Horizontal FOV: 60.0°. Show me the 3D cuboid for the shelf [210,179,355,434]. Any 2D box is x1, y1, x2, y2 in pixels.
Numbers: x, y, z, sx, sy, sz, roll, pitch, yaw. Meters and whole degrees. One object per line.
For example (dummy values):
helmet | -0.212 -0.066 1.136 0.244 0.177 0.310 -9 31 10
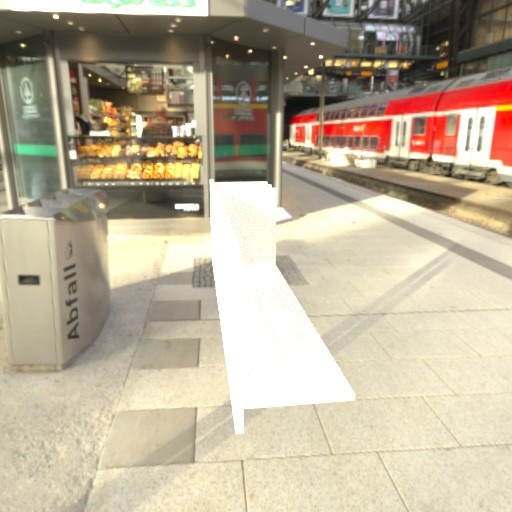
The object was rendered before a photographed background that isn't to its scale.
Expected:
shelf | 0.000 0.000 1.165 0.200 0.300 1.020 -2 16 -7
